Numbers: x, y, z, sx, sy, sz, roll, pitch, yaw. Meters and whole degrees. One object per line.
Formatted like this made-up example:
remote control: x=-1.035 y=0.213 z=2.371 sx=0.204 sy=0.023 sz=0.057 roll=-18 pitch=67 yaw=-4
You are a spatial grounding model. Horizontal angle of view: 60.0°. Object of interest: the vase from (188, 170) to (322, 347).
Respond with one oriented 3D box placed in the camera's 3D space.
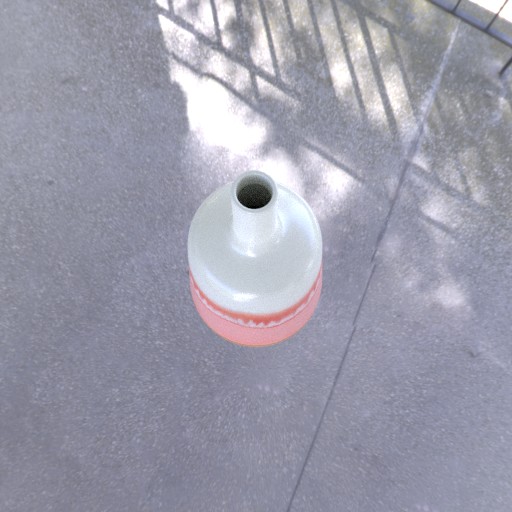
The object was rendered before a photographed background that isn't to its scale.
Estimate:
vase: x=0.000 y=0.000 z=0.386 sx=0.144 sy=0.296 sz=0.144 roll=0 pitch=76 yaw=0
